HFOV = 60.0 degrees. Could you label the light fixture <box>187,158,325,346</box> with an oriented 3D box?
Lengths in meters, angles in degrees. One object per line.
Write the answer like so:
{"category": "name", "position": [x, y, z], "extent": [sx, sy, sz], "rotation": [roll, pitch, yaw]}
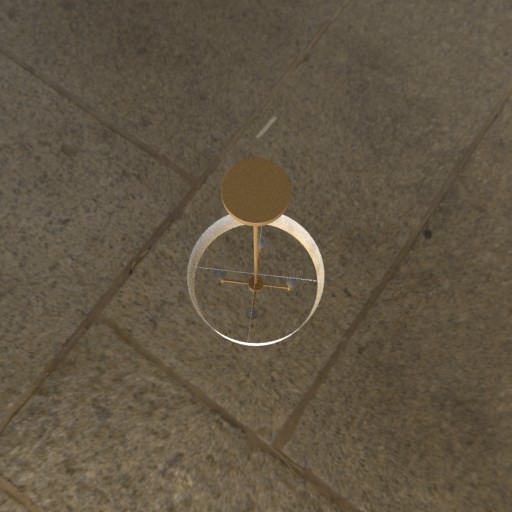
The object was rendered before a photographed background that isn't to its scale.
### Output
{"category": "light fixture", "position": [0.000, 0.000, 1.374], "extent": [0.508, 1.067, 0.508], "rotation": [0, 76, 0]}
